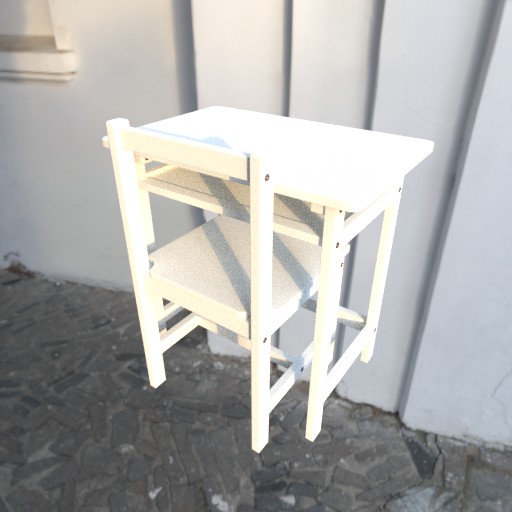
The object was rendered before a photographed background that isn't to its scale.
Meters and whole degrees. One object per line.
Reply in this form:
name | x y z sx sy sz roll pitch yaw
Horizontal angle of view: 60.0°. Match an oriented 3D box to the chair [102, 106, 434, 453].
chair | 0.000 0.000 1.050 0.599 0.673 0.461 20 36 30
